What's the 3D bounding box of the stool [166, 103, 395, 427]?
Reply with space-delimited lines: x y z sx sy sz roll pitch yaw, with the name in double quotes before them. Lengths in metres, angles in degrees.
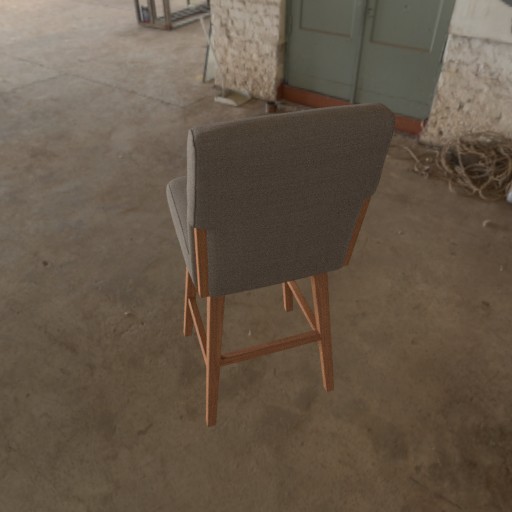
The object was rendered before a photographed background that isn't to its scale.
"stool" 0.000 0.000 1.384 0.483 1.112 0.570 -12 42 -14
